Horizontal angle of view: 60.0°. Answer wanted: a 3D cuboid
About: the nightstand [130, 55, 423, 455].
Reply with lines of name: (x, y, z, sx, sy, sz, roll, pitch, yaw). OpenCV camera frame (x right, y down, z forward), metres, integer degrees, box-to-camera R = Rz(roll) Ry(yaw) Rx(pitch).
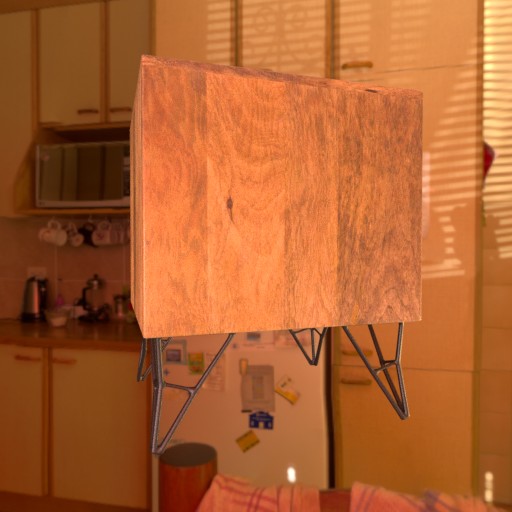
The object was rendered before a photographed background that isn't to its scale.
nightstand: (0.000, 0.000, 0.869, 0.457, 0.559, 0.406, 0, 1, -18)
